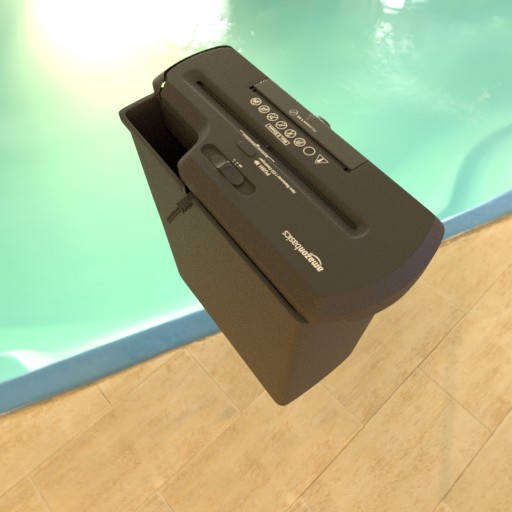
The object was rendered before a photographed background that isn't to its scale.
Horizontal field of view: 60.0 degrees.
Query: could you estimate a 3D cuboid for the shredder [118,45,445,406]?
[{"bbox_3d":[0.000,0.000,0.504,0.170,0.335,0.320,-32,63,-19],"label":"shredder"}]
